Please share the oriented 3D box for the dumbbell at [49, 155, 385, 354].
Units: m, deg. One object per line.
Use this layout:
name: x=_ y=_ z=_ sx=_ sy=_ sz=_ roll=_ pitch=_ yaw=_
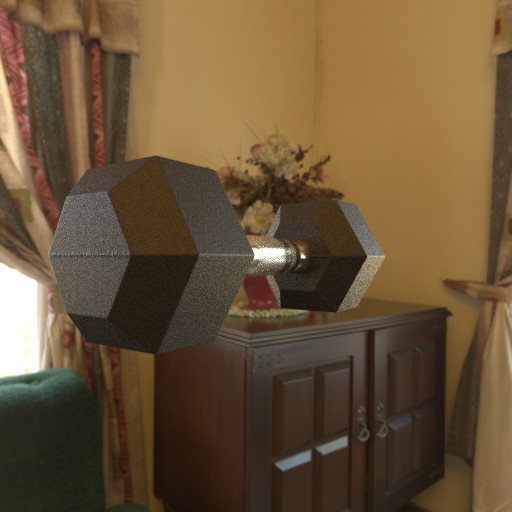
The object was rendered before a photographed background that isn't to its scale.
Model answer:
dumbbell: x=0.000 y=0.000 z=0.345 sx=0.116 sy=0.101 sz=0.297 roll=0 pitch=0 yaw=35
